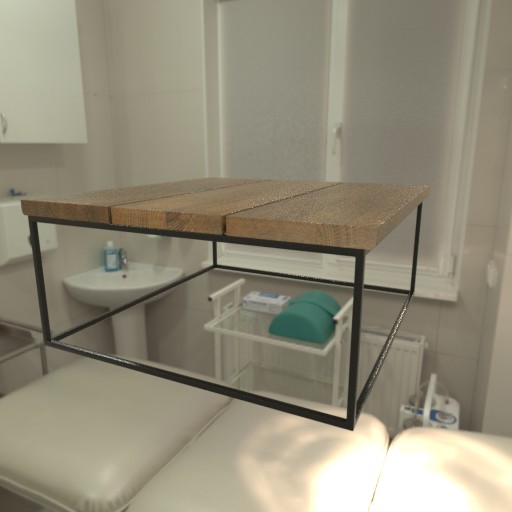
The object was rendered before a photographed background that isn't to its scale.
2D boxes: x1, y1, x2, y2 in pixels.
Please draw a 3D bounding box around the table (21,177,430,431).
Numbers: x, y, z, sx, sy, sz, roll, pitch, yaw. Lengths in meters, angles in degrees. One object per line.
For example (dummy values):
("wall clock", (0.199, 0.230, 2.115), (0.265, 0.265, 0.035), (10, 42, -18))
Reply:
("table", (0.000, 0.000, 1.380), (0.900, 0.400, 0.900), (7, 16, 25))
